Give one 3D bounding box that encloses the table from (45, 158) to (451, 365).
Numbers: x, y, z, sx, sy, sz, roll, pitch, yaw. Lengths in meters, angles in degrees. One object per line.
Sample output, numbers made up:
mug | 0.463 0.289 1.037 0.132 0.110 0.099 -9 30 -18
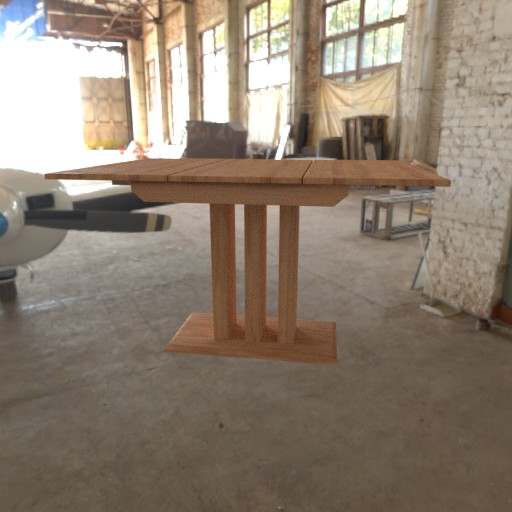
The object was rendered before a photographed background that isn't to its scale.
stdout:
table | 0.000 0.000 1.924 1.300 0.770 0.900 3 16 9
